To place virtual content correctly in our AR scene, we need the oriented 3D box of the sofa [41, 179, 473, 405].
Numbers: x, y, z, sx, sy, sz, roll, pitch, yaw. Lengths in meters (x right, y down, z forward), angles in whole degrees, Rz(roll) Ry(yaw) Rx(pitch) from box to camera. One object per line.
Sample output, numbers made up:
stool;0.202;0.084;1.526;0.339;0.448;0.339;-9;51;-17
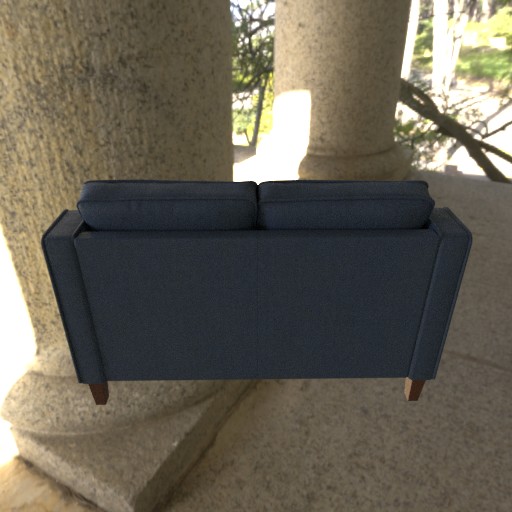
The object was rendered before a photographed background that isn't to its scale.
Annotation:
sofa;0.000;0.000;2.116;1.501;0.971;0.987;0;29;-1
